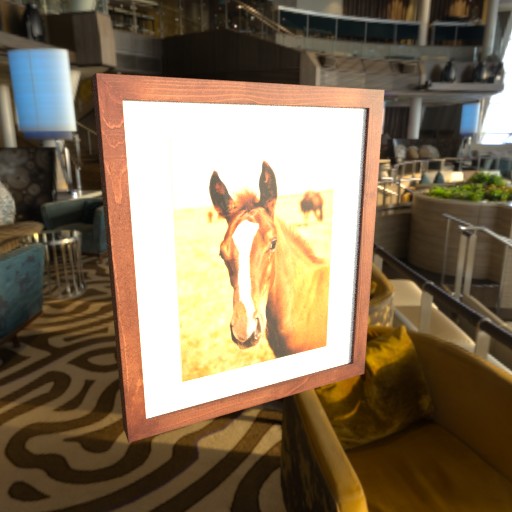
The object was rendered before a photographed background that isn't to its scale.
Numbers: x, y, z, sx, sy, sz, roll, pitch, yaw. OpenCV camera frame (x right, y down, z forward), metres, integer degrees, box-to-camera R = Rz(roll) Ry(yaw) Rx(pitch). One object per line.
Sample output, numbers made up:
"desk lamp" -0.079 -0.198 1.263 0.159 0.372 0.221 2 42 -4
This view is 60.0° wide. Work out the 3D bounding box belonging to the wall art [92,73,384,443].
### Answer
"wall art" 0.000 0.000 0.524 0.330 0.381 0.030 -7 17 -26
